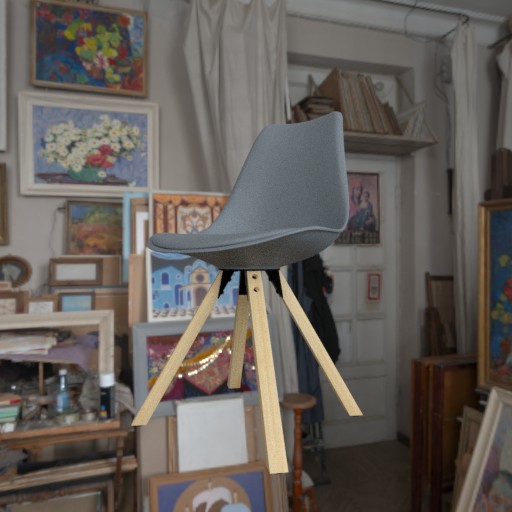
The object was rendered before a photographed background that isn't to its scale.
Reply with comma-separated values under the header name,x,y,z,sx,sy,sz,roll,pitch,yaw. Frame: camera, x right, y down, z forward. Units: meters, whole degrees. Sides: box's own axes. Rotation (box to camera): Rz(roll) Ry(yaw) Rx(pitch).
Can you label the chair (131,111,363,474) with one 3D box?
name,x,y,z,sx,sy,sz,roll,pitch,yaw
chair,0.000,0.000,1.171,0.485,0.850,0.549,0,0,36
